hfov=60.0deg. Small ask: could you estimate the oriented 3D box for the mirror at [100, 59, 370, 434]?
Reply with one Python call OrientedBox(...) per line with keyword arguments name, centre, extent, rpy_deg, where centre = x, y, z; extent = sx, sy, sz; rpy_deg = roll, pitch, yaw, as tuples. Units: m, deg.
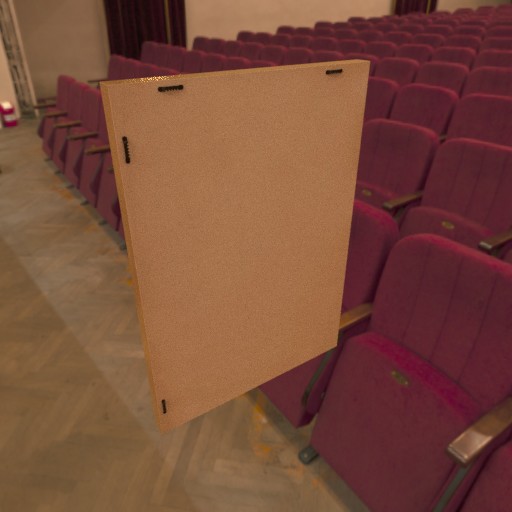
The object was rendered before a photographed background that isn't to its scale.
OrientedBox(name="mirror", centre=(0.000, 0.000, 0.911), extent=(0.507, 0.710, 0.039), rpy_deg=(-18, 35, -29))
